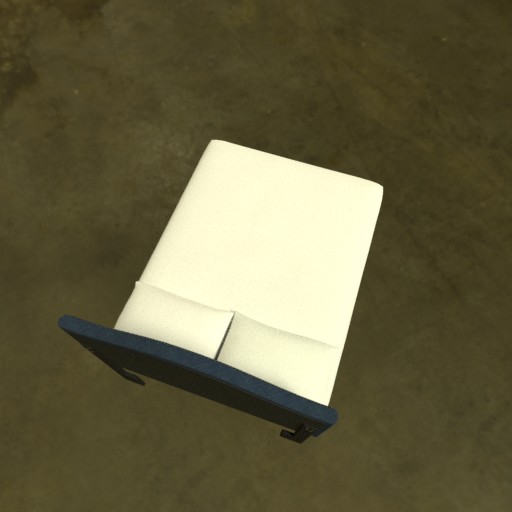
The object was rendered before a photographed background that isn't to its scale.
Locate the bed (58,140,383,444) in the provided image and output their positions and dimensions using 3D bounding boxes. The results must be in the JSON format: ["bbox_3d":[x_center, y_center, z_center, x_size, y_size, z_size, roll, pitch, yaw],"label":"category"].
[{"bbox_3d":[0.000,0.000,3.346,1.713,1.518,2.153,17,64,8],"label":"bed"}]
